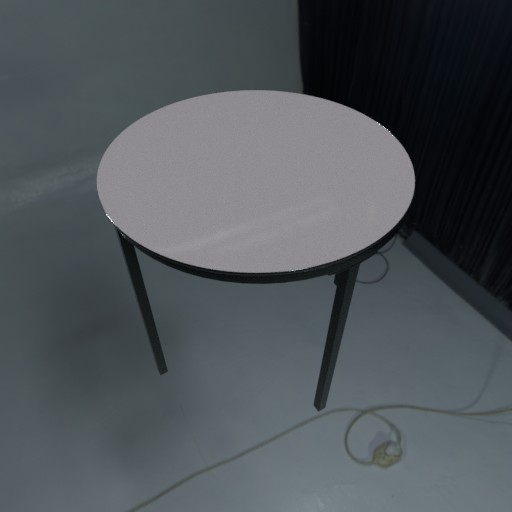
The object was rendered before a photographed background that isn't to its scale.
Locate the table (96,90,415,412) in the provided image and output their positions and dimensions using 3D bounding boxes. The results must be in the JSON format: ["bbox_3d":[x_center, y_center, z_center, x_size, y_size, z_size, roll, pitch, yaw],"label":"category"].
[{"bbox_3d":[0.000,0.000,0.871,0.499,0.443,0.499,0,45,0],"label":"table"}]
